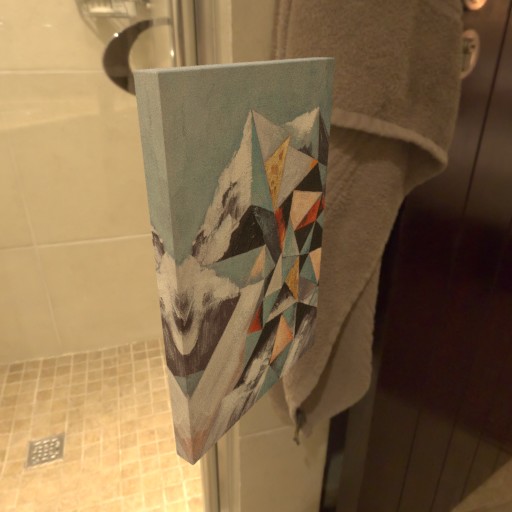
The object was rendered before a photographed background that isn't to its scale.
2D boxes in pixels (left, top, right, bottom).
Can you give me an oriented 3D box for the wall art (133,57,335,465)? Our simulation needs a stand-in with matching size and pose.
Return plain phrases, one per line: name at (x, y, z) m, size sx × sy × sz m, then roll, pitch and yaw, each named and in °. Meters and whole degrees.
wall art at (0.000, 0.000, 1.138) m, size 0.061 × 0.911 × 0.609 m, roll 18°, pitch 32°, yaw 32°
